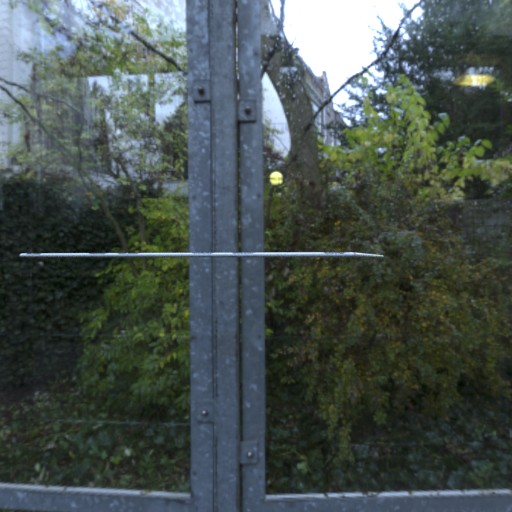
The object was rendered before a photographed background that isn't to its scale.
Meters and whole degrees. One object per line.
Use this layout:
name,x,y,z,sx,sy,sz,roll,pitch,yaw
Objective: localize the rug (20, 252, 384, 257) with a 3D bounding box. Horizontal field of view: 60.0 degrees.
rug,0.000,0.000,2.922,1.521,0.017,2.365,0,0,19
